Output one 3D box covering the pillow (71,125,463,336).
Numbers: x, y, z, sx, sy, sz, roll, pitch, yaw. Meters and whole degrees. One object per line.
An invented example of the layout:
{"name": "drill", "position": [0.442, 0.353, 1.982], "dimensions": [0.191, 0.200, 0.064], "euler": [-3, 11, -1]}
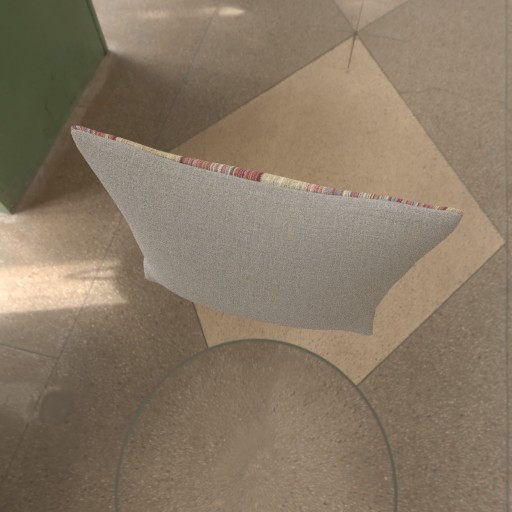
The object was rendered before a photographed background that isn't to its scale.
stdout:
{"name": "pillow", "position": [0.000, 0.000, 0.649], "dimensions": [0.437, 0.419, 0.136], "euler": [14, 64, 7]}
